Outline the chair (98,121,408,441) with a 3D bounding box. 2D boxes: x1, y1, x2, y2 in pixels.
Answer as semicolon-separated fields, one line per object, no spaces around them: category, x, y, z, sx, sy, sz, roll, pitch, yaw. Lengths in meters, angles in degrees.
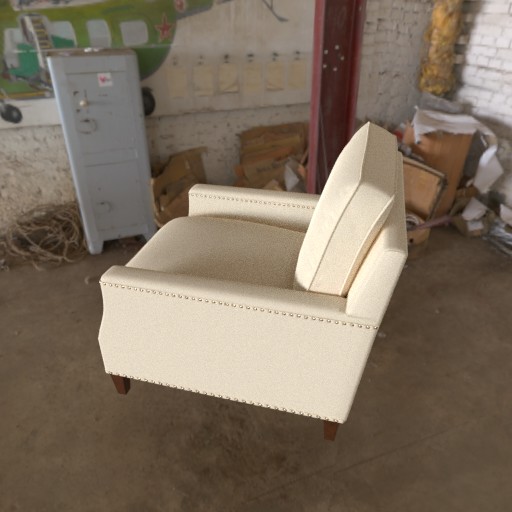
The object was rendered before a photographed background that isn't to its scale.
chair;0.000;0.000;1.738;1.014;0.943;0.853;8;32;13
